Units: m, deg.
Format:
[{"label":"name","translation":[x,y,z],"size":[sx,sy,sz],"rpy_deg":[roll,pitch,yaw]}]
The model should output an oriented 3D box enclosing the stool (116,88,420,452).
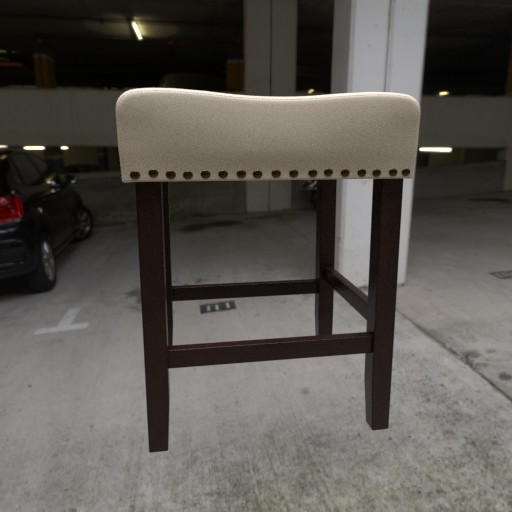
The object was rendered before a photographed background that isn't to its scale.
[{"label":"stool","translation":[0.000,0.000,0.916],"size":[0.471,0.609,0.401],"rpy_deg":[-2,14,-9]}]
